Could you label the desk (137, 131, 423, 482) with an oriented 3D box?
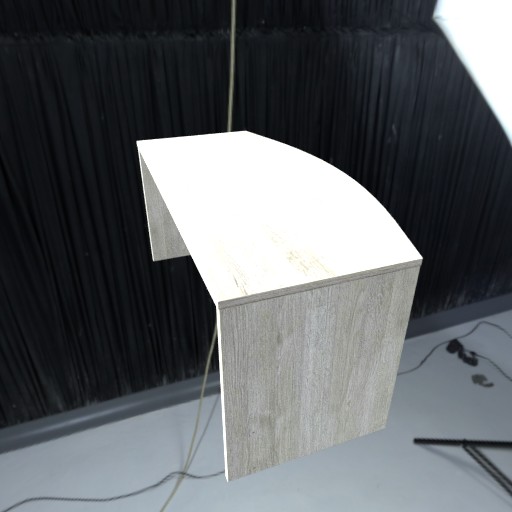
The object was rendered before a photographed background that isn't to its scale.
[{"bbox_3d":[0.000,0.000,2.089,0.802,0.752,1.600,-10,31,-18],"label":"desk"}]
